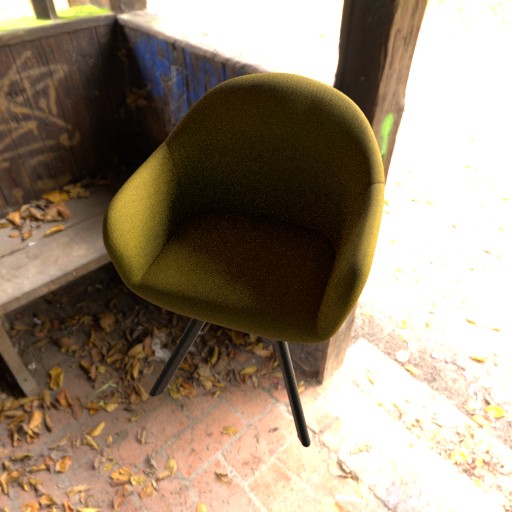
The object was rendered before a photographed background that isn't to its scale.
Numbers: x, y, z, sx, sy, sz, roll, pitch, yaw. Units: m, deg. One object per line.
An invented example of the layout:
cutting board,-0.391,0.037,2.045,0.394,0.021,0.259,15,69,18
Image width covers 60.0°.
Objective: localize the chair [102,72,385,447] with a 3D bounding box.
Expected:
chair,0.000,0.000,1.185,0.590,0.795,0.550,13,44,14
